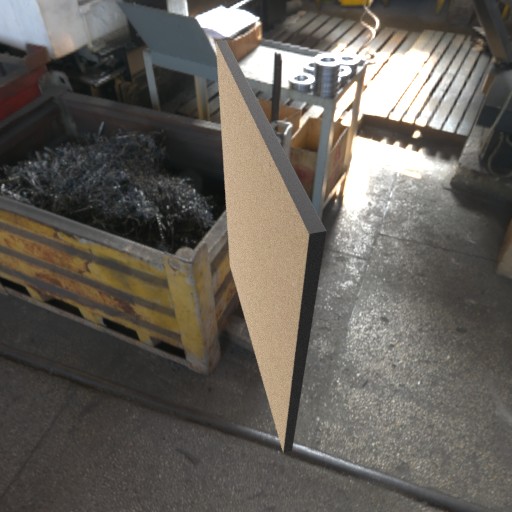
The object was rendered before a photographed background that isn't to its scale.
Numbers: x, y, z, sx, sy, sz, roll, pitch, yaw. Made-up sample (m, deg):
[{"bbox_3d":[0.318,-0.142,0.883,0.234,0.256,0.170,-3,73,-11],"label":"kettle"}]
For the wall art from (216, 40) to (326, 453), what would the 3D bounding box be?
[{"bbox_3d":[0.000,0.000,1.217,0.028,0.863,0.755,-10,47,-10],"label":"wall art"}]
